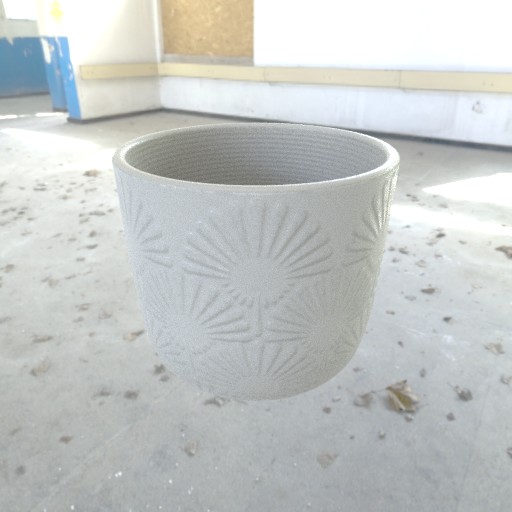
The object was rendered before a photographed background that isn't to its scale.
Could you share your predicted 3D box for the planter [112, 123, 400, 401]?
[{"bbox_3d":[0.000,0.000,0.222,0.124,0.109,0.124,0,26,0],"label":"planter"}]
